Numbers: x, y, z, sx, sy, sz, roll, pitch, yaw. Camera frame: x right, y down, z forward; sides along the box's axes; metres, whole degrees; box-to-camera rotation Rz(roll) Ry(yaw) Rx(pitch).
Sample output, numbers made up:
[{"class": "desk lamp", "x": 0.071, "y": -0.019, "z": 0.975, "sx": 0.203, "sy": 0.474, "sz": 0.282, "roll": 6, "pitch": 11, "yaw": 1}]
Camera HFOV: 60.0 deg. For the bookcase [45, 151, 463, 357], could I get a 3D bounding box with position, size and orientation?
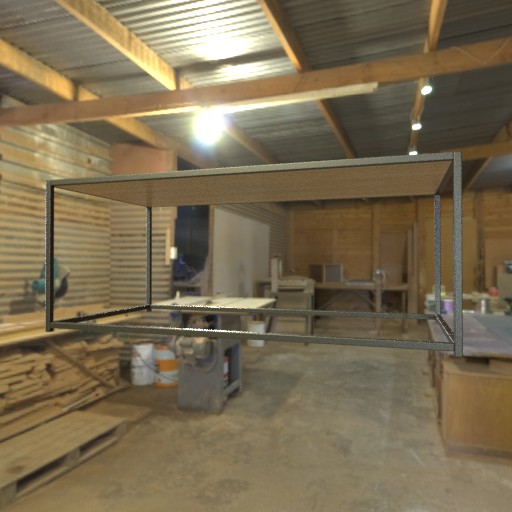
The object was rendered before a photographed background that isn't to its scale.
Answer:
[{"class": "bookcase", "x": 0.000, "y": 0.000, "z": 1.246, "sx": 1.000, "sy": 0.400, "sz": 0.500, "roll": 0, "pitch": -1, "yaw": 18}]
